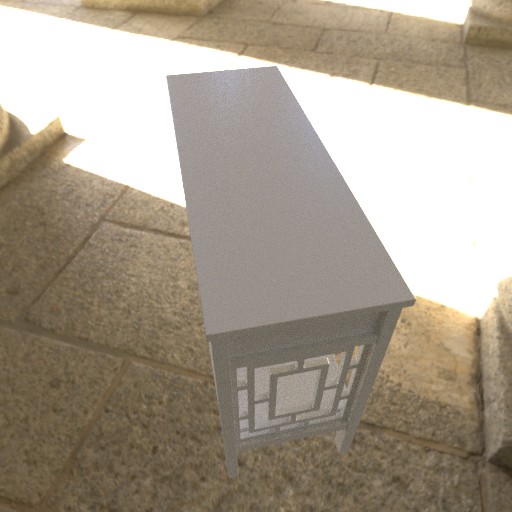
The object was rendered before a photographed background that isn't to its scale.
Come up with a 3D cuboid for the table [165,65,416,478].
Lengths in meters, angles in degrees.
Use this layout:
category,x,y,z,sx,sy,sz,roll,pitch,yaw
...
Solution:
category,x,y,z,sx,sy,sz,roll,pitch,yaw
table,0.000,0.000,1.415,0.397,0.753,1.068,-8,46,-8
